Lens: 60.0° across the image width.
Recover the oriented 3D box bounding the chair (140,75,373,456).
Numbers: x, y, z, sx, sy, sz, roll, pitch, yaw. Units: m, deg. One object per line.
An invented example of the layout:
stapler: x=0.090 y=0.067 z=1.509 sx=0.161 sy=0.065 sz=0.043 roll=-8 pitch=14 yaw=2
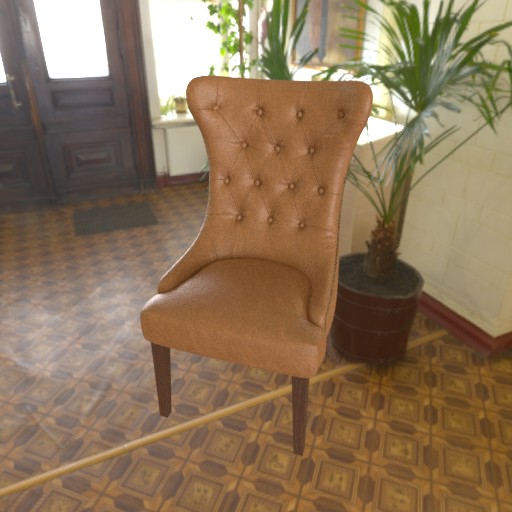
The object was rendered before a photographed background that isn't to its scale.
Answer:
chair: x=0.000 y=0.000 z=1.476 sx=0.611 sy=1.065 sz=0.669 roll=9 pitch=29 yaw=17
